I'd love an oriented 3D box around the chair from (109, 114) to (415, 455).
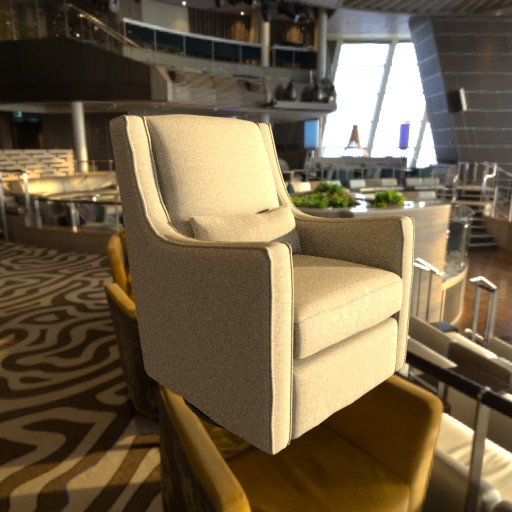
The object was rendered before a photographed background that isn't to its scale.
[{"bbox_3d":[0.000,0.000,1.582,0.732,0.993,0.879,-13,19,-43],"label":"chair"}]
